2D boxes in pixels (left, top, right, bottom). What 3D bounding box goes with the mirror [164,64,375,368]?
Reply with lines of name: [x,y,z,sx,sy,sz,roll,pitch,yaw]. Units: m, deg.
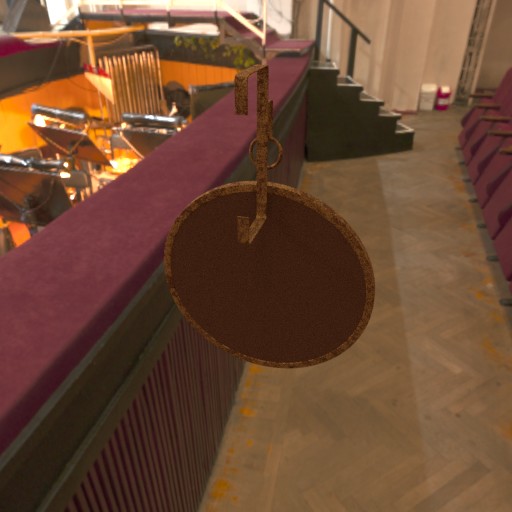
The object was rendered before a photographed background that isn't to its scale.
mirror: [0.000,0.000,0.823,0.447,0.651,0.144,9,32,14]
